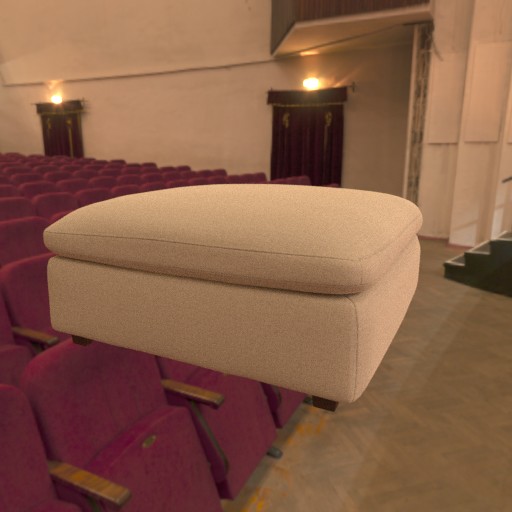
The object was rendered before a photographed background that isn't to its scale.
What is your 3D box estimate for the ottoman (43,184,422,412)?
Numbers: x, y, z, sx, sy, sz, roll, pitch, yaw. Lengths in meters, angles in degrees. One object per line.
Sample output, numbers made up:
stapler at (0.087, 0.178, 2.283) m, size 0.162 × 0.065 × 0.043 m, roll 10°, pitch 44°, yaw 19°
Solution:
ottoman at (0.000, 0.000, 1.527) m, size 0.996 × 0.467 × 0.977 m, roll 7°, pitch 15°, yaw 26°
